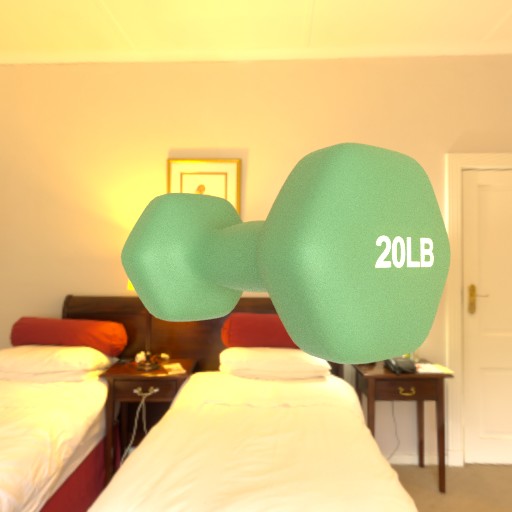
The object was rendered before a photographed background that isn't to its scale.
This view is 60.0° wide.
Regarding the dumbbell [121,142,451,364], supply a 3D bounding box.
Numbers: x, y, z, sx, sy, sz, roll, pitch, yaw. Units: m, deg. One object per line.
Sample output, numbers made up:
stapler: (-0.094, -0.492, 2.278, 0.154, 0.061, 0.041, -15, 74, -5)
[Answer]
dumbbell: (0.000, 0.000, 0.324, 0.126, 0.114, 0.257, 1, -1, -36)
